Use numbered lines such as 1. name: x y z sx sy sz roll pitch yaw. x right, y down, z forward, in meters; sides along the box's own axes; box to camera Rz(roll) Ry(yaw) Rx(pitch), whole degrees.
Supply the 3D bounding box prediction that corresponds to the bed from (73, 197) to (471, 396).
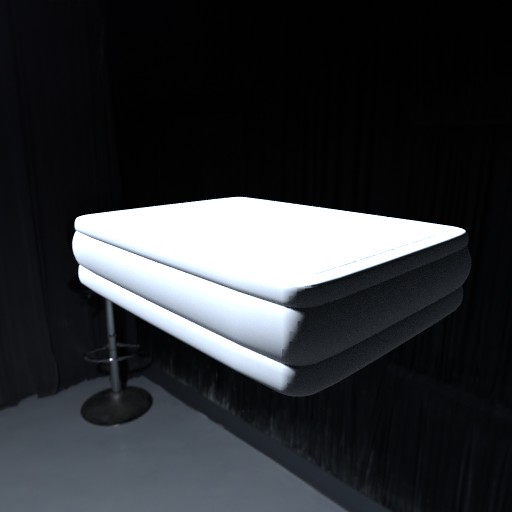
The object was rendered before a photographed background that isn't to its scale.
1. bed: 0.000 0.000 2.663 1.520 0.460 2.036 -14 20 -42
